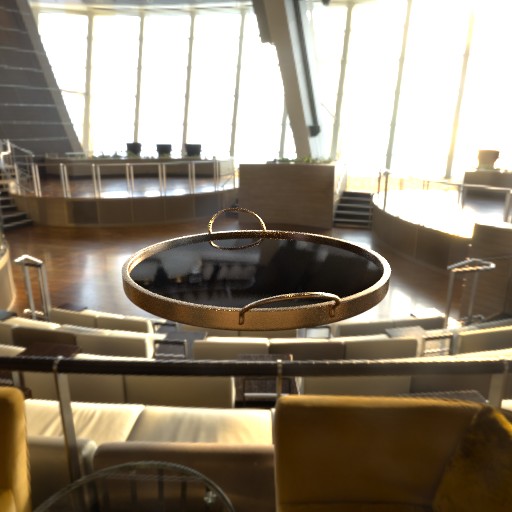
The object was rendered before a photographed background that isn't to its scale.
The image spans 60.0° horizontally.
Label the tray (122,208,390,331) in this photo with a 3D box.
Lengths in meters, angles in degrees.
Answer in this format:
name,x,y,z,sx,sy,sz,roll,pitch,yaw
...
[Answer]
name,x,y,z,sx,sy,sz,roll,pitch,yaw
tray,0.000,0.000,0.750,0.438,0.069,0.543,-3,17,-10
